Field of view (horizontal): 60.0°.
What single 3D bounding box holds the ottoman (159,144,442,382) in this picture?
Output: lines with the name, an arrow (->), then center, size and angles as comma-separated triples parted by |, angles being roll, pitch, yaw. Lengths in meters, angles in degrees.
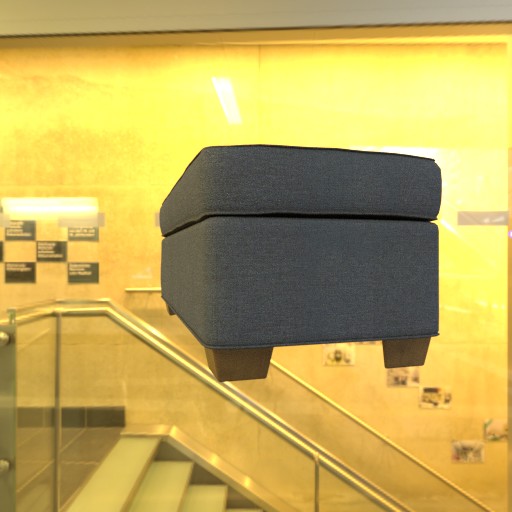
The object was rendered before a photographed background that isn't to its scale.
ottoman -> 0.000, 0.000, 1.362 | 0.515, 0.460, 1.110 | 0, 0, -16
